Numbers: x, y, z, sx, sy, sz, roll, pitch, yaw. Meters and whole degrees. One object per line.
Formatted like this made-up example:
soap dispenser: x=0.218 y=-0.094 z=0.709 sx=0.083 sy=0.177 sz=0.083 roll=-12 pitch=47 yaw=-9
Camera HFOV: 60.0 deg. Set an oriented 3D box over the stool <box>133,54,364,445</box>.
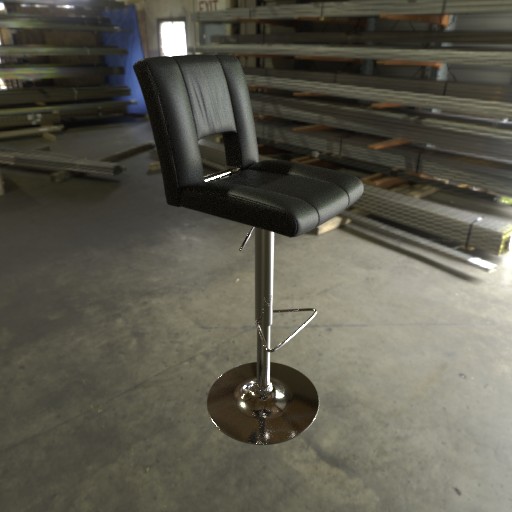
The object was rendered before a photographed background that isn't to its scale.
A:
stool: x=0.000 y=0.000 z=1.397 sx=0.520 sy=1.151 sz=0.415 roll=18 pitch=31 yaw=32
